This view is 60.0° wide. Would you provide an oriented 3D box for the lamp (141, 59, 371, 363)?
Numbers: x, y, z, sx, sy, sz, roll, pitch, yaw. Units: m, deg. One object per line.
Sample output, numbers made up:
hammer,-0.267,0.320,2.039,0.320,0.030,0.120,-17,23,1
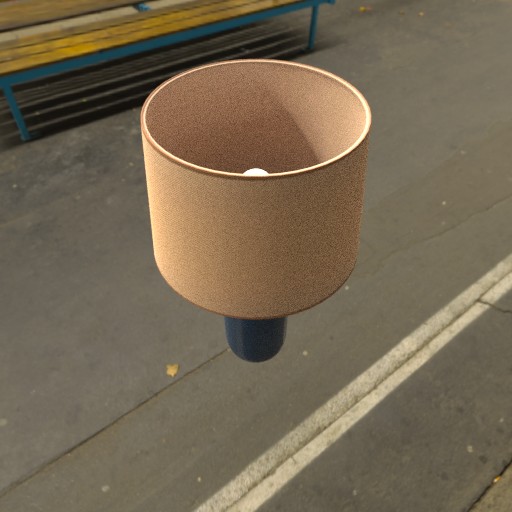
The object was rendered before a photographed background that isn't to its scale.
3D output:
lamp,0.000,0.000,0.844,0.367,0.609,0.367,0,47,0
